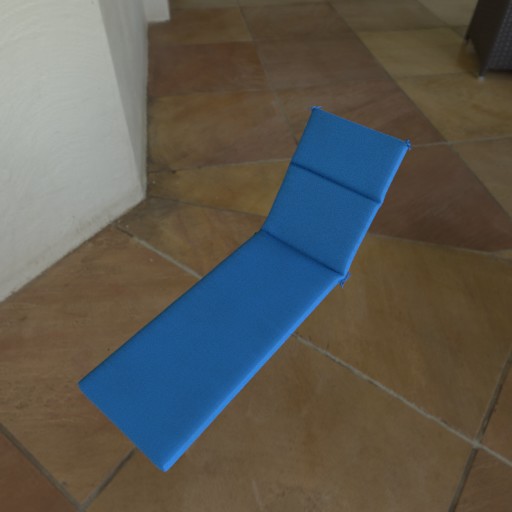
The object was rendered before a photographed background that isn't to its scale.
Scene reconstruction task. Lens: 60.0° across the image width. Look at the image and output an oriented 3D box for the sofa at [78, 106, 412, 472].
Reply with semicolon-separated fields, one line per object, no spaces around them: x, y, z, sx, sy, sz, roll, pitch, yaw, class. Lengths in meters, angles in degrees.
0.000;0.000;1.934;0.582;0.622;1.663;31;54;26;sofa
